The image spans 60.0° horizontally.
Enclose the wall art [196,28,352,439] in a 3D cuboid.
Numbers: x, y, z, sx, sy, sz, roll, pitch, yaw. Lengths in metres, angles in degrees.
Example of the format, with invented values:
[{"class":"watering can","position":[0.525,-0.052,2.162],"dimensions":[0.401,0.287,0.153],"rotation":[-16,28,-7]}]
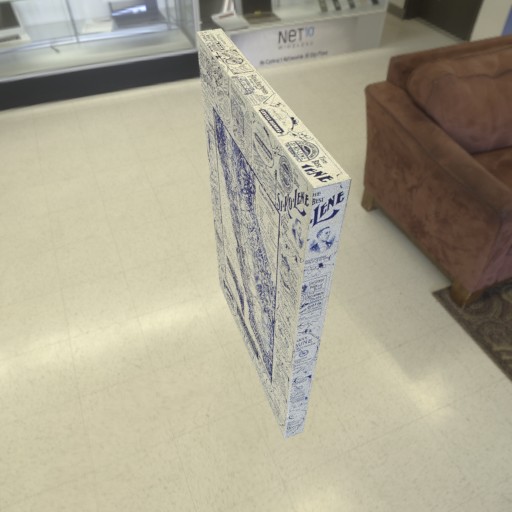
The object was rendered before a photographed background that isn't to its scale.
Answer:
[{"class":"wall art","position":[0.000,0.000,0.763],"dimensions":[0.040,0.601,0.408],"rotation":[-15,49,-14]}]
